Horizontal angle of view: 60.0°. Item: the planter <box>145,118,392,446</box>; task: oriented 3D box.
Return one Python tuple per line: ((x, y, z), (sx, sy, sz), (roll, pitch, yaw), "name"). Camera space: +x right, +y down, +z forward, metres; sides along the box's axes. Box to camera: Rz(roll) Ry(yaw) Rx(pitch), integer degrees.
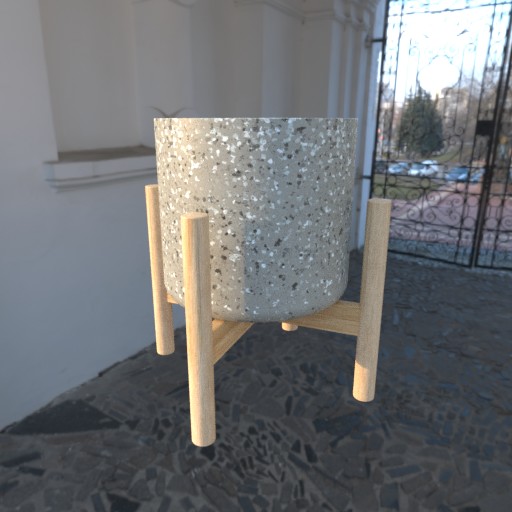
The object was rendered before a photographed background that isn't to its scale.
((0.000, 0.000, 0.540), (0.284, 0.320, 0.284), (-16, 23, -42), "planter")
